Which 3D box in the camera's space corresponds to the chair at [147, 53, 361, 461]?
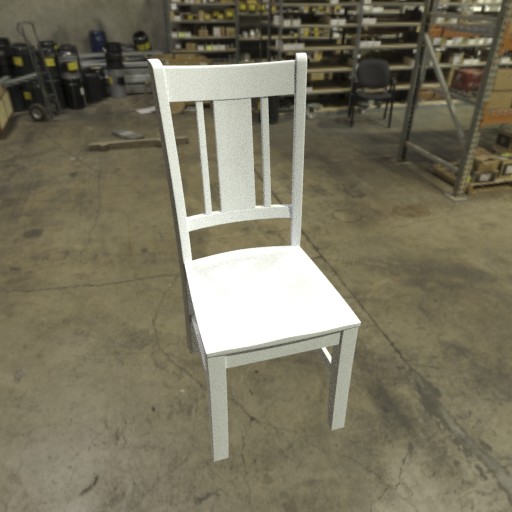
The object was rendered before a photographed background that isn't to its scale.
[{"bbox_3d":[0.000,0.000,1.277,0.450,0.998,0.555,-9,33,-14],"label":"chair"}]
